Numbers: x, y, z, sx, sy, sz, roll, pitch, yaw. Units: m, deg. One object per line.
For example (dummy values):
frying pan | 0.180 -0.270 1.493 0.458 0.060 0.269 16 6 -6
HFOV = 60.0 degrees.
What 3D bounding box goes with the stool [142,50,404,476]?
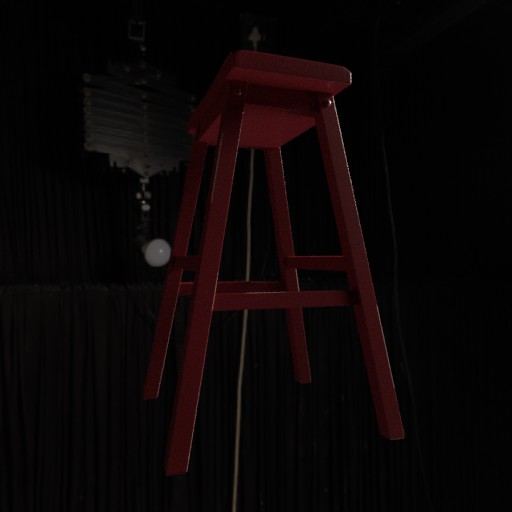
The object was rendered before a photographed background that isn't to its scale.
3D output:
stool | 0.000 0.000 1.033 0.476 0.737 0.457 0 0 -19
